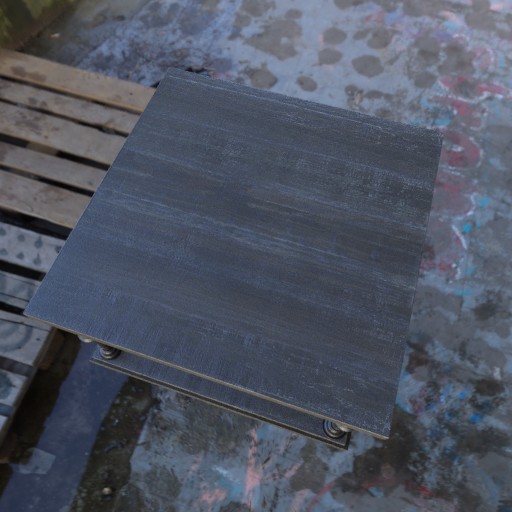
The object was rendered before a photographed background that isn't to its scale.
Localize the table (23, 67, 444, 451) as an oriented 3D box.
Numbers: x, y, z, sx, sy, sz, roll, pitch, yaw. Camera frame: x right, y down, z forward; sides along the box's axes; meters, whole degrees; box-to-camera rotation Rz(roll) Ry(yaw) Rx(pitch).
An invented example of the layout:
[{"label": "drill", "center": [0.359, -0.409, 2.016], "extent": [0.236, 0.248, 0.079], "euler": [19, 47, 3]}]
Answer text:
[{"label": "table", "center": [0.000, 0.000, 1.114], "extent": [0.696, 0.400, 0.696], "euler": [16, 65, 8]}]
